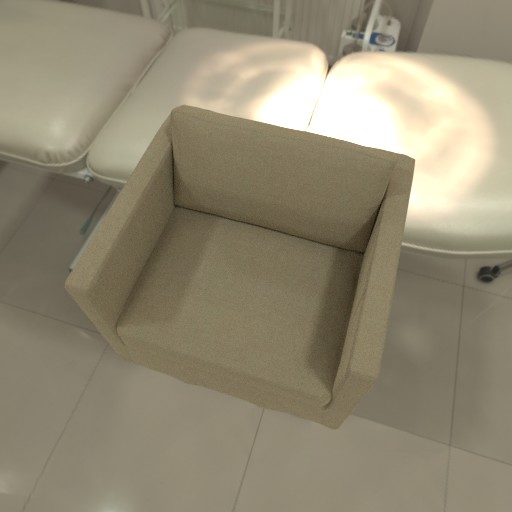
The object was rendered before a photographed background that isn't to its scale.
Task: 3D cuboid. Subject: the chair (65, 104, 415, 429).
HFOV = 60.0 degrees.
[{"bbox_3d":[0.000,0.000,1.800,1.057,0.863,0.949,15,60,9],"label":"chair"}]
